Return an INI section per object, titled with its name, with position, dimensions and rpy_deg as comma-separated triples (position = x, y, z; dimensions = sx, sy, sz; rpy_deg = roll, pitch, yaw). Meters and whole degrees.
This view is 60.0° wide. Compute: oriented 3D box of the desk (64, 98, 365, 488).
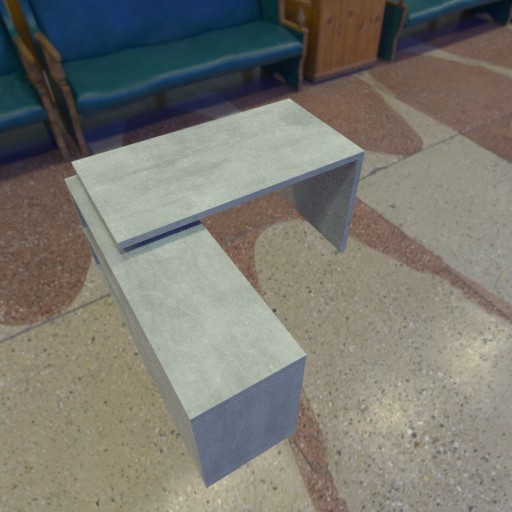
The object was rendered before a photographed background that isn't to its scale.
[desk]
position = 0.000, 0.000, 2.296
dimensions = 1.400, 0.740, 1.500
rpy_deg = -24, 50, -22
